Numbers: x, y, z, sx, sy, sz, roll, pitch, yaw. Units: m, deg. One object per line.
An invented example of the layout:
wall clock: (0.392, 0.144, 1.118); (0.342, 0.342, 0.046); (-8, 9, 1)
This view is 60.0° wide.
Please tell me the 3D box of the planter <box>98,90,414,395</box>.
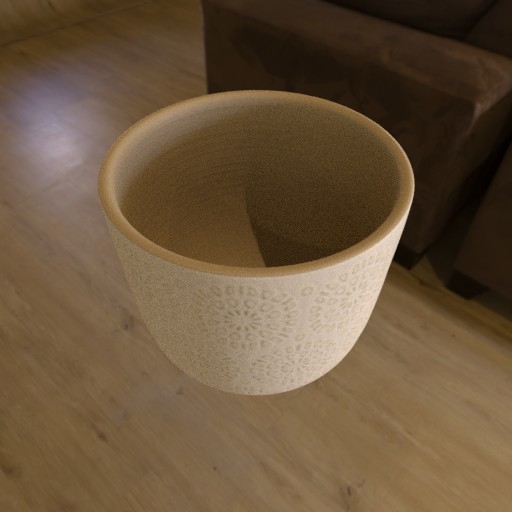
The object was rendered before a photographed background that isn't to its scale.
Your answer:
planter: (0.000, 0.000, 0.298); (0.170, 0.152, 0.170); (0, 46, 0)
